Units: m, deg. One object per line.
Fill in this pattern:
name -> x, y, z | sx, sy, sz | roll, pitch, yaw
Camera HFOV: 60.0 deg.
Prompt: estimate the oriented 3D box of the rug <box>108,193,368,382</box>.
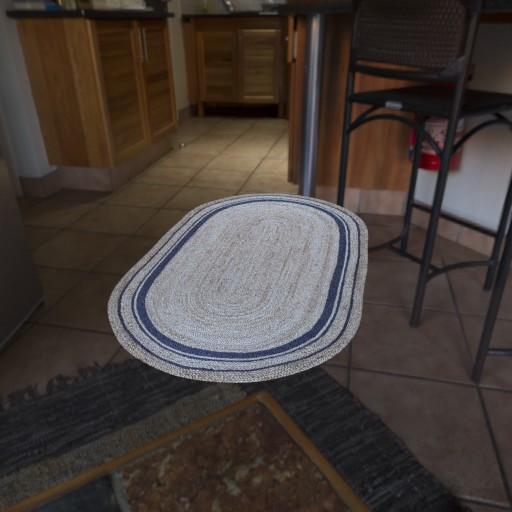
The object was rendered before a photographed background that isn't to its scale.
rug -> 0.000, 0.000, 3.102 | 1.520, 0.006, 2.432 | 7, 30, 13
